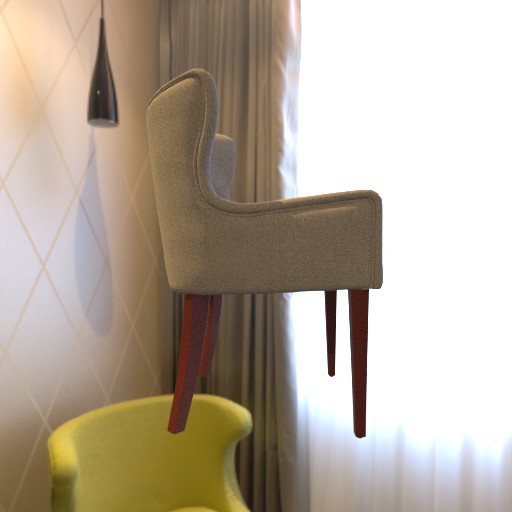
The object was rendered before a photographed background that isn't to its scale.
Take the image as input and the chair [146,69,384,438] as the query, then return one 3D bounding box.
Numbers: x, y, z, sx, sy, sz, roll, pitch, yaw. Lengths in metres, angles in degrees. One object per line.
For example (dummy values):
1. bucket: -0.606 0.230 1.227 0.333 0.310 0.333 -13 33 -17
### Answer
1. chair: 0.000 0.000 1.444 0.677 0.948 0.732 0 2 2
